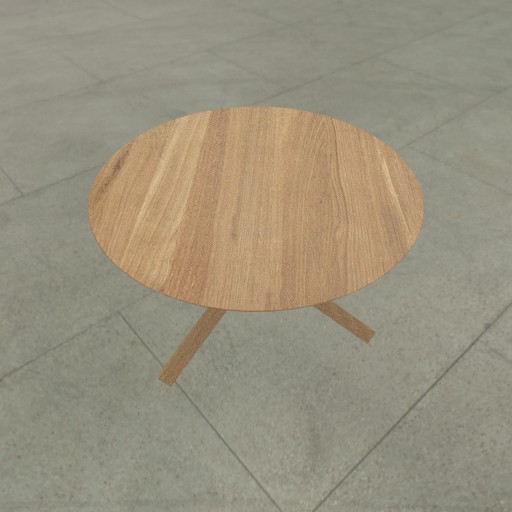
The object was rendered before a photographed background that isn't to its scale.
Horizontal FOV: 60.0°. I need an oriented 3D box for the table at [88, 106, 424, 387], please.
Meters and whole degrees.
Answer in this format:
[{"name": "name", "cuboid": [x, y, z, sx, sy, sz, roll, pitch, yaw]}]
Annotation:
[{"name": "table", "cuboid": [0.000, 0.000, 1.651, 1.038, 0.666, 1.038, 0, 45, 0]}]
